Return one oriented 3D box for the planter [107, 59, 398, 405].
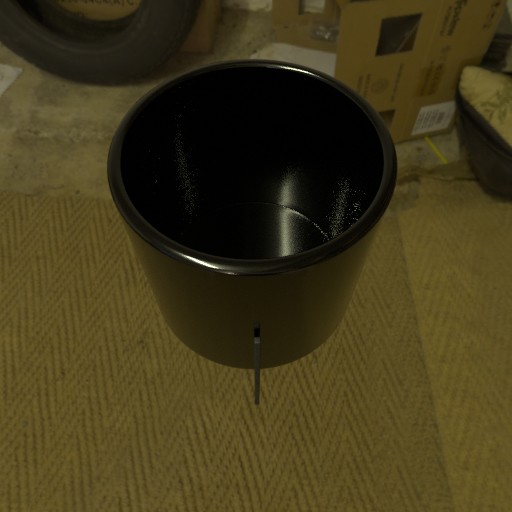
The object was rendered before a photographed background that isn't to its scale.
[{"bbox_3d":[0.000,0.000,0.642,0.310,0.432,0.310,-14,60,-9],"label":"planter"}]
